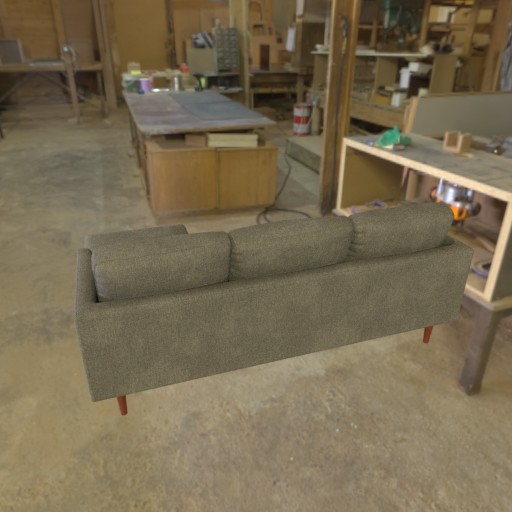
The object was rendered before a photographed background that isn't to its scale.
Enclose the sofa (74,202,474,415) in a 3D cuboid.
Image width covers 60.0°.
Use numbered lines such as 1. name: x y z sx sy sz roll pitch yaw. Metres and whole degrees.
1. sofa: 0.000 0.000 3.015 2.233 0.956 1.504 -9 28 -17
